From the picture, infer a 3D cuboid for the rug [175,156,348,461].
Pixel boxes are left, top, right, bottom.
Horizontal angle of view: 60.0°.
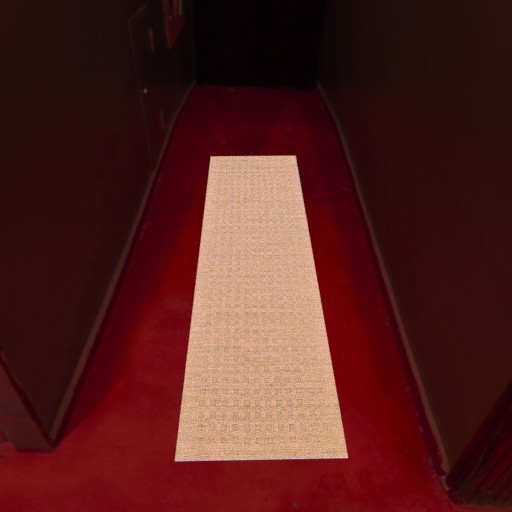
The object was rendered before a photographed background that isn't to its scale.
[{"bbox_3d":[0.000,0.000,2.670,0.686,0.006,2.437,-1,41,-1],"label":"rug"}]
